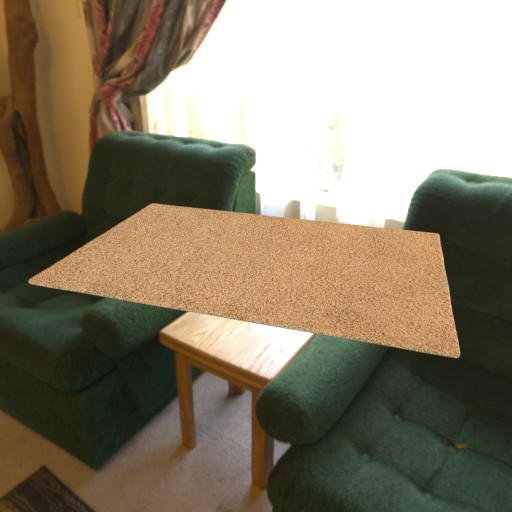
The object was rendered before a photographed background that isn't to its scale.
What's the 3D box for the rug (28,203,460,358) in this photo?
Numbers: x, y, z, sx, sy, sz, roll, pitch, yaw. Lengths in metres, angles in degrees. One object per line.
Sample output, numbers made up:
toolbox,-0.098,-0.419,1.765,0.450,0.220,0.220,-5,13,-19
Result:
rug,0.000,0.000,3.022,2.438,0.030,1.524,7,26,15
